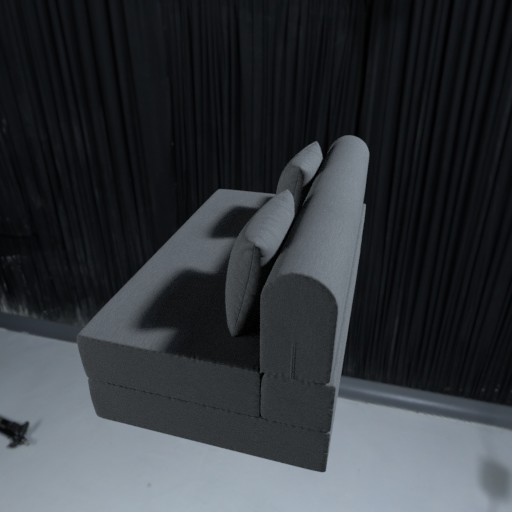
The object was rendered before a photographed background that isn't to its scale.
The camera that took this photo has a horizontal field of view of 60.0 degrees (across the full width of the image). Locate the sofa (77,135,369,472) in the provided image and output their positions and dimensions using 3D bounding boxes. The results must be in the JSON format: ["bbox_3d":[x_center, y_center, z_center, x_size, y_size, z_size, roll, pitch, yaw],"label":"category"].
[{"bbox_3d":[0.000,0.000,1.717,0.762,0.670,1.225,8,31,14],"label":"sofa"}]
